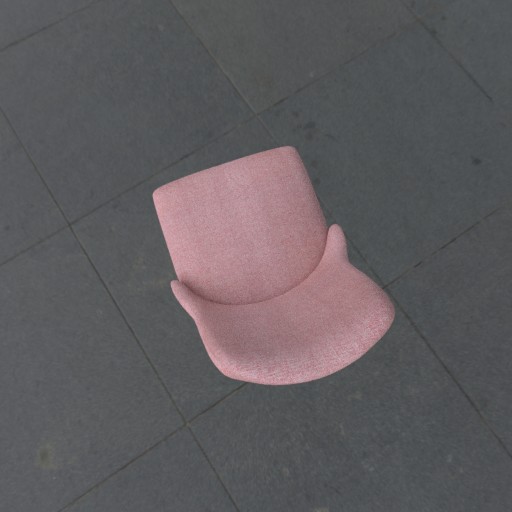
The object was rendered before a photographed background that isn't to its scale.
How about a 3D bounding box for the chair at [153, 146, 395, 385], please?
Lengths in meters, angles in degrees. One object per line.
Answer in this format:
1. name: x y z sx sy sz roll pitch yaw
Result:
1. chair: 0.000 0.000 1.296 0.535 0.918 0.707 -18 77 -5
